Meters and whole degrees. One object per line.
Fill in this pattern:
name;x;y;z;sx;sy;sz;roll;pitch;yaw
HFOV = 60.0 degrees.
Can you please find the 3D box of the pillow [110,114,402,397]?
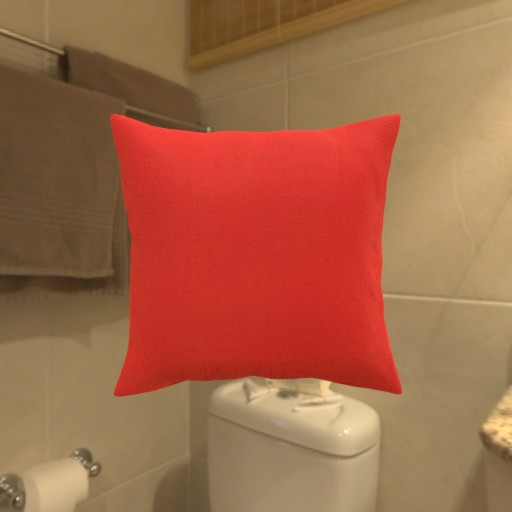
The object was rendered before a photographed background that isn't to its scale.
pillow;0.000;0.000;0.793;0.522;0.507;0.192;0;1;1
